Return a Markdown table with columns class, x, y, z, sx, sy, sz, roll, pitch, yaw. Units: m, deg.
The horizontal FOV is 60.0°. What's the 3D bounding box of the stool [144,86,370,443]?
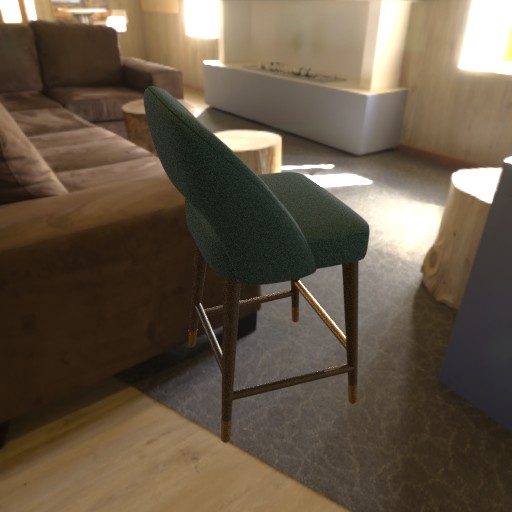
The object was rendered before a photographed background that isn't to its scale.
| class | x | y | z | sx | sy | sz | roll | pitch | yaw |
| --- | --- | --- | --- | --- | --- | --- | --- | --- | --- |
| stool | 0.000 | 0.000 | 1.286 | 0.522 | 0.939 | 0.536 | -10 | 32 | -17 |
